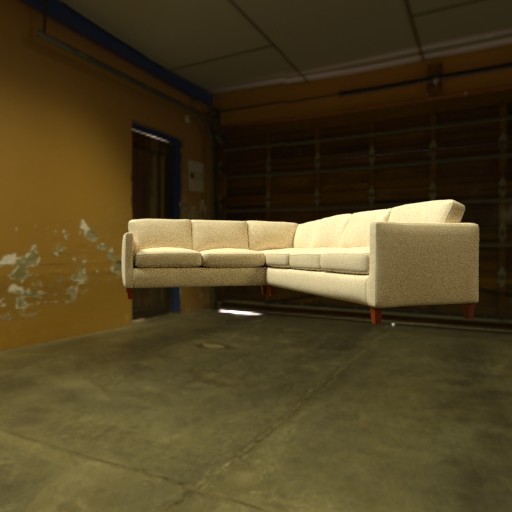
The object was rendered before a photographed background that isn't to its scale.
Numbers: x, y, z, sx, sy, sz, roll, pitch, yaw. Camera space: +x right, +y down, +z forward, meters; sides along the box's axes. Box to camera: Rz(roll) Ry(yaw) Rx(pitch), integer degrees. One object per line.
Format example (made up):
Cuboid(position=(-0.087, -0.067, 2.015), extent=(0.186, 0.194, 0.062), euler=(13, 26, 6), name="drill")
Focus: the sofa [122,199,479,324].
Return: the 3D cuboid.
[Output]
Cuboid(position=(0.000, 0.000, 4.504), extent=(2.593, 0.947, 3.302), euler=(0, 0, -17), name="sofa")
